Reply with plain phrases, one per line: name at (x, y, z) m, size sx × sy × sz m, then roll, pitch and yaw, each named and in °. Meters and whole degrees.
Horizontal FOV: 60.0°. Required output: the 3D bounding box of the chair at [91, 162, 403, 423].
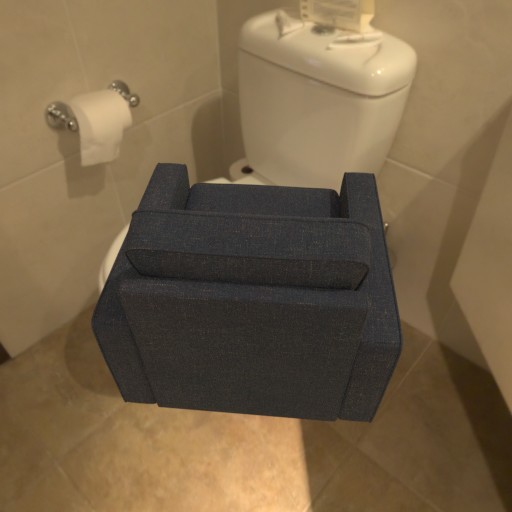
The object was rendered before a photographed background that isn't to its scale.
chair at (0.000, 0.000, 1.775) m, size 1.017 × 0.919 × 0.940 m, roll 4°, pitch 46°, yaw 3°
